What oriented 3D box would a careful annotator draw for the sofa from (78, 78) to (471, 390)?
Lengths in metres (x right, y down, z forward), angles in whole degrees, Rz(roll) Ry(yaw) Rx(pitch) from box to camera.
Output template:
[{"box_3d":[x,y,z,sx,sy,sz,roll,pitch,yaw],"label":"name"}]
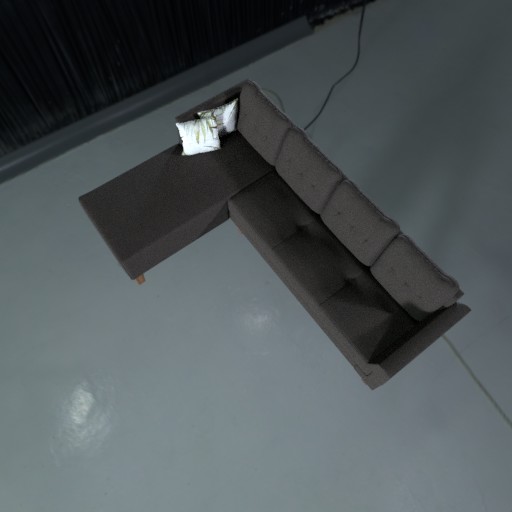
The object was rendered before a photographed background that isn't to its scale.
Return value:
[{"box_3d":[0.000,0.000,3.554,1.829,0.932,2.679,-34,69,-15],"label":"sofa"}]
